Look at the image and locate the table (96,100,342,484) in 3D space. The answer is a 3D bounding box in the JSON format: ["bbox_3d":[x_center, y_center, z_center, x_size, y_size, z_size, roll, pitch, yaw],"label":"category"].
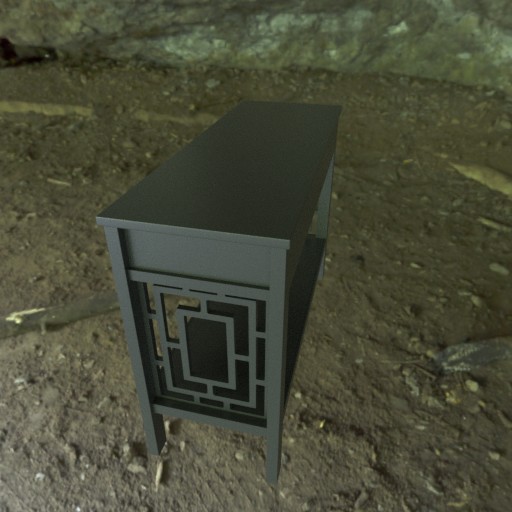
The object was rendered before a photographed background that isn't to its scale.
[{"bbox_3d":[0.000,0.000,1.461,0.397,0.753,1.068,8,32,12],"label":"table"}]
